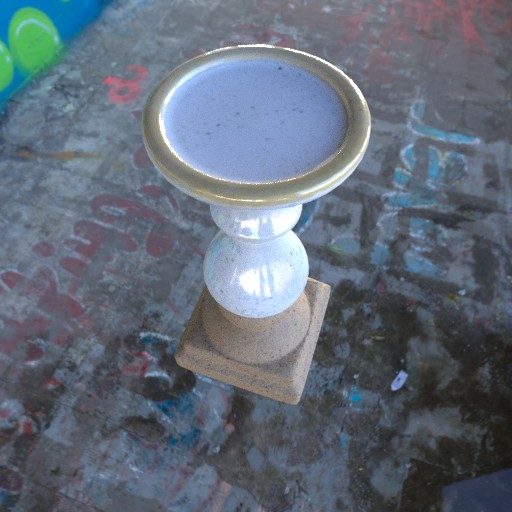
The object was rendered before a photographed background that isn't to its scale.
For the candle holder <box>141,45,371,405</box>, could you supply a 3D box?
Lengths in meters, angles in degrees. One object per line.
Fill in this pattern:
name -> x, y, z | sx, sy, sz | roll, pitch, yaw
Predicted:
candle holder -> 0.000, 0.000, 0.295 | 0.110, 0.239, 0.110 | 16, 59, 10
